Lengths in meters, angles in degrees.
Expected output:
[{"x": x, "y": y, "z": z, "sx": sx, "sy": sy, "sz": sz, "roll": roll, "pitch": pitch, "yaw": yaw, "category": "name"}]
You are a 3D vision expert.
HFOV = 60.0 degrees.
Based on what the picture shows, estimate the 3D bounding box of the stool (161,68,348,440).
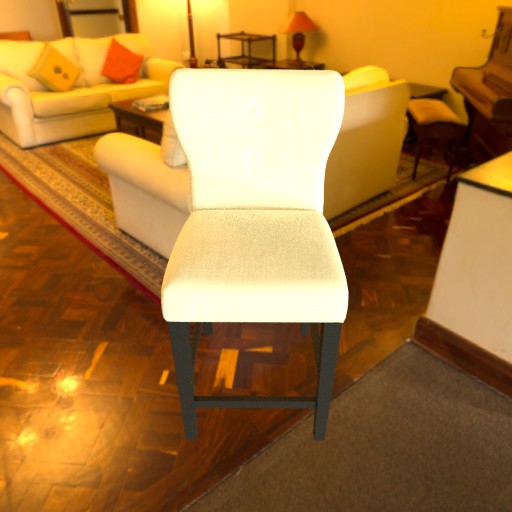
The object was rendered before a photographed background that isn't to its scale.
[{"x": 0.000, "y": 0.000, "z": 1.331, "sx": 0.514, "sy": 0.972, "sz": 0.603, "roll": 0, "pitch": 31, "yaw": 0, "category": "stool"}]
